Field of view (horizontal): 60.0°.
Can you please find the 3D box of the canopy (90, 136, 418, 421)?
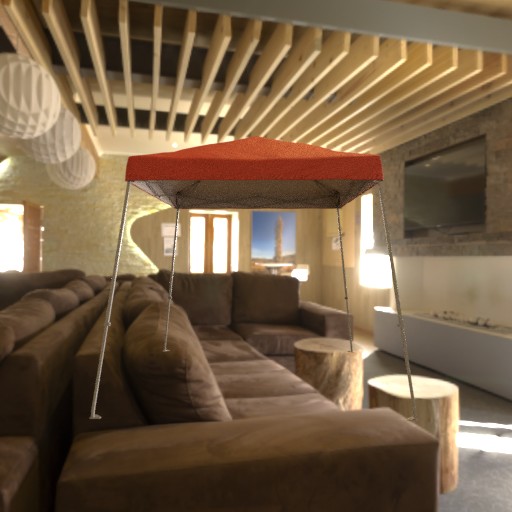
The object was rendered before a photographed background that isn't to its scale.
[{"bbox_3d":[0.000,0.000,5.269,2.849,2.850,2.850,0,0,1],"label":"canopy"}]
